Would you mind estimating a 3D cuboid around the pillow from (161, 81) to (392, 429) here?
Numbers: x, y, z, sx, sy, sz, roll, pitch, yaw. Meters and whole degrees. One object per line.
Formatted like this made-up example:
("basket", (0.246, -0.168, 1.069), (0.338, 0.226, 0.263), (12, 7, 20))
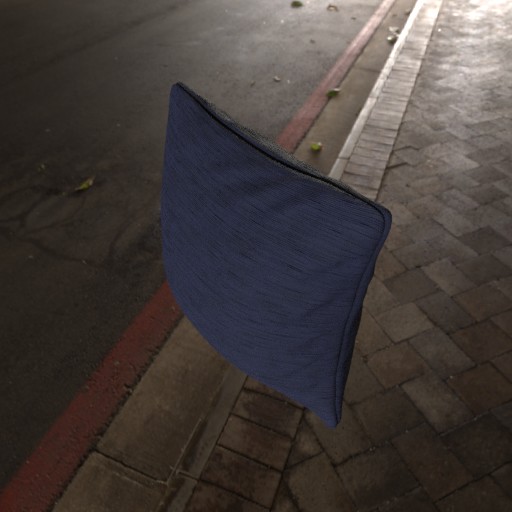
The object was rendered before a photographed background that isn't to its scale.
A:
("pillow", (0.000, 0.000, 0.685), (0.246, 0.414, 0.432), (-26, 48, -26))
